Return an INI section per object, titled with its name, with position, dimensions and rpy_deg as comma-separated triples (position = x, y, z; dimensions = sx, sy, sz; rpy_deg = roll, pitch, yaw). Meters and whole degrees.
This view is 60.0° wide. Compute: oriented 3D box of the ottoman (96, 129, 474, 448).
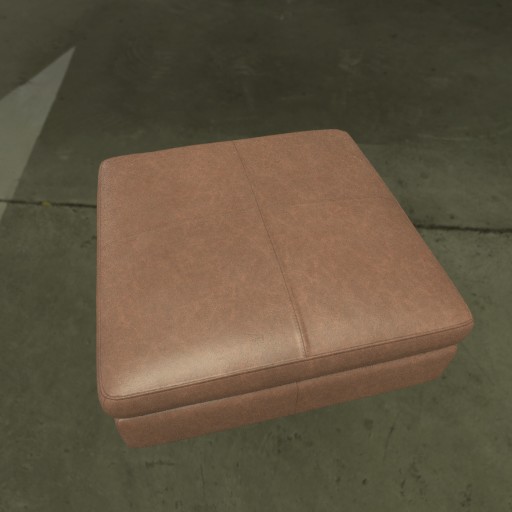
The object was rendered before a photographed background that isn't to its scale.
[ottoman]
position = 0.000, 0.000, 1.752
dimensions = 1.168, 0.490, 1.168
rpy_deg = -10, 48, -9
